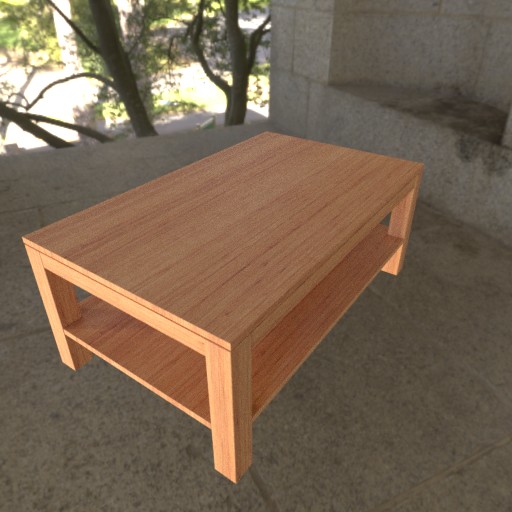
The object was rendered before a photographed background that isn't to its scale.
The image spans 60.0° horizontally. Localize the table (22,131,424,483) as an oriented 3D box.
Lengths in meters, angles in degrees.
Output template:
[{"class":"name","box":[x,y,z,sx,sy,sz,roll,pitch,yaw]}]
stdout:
[{"class":"table","box":[0.000,0.000,1.510,0.695,0.457,1.146,21,38,29]}]
